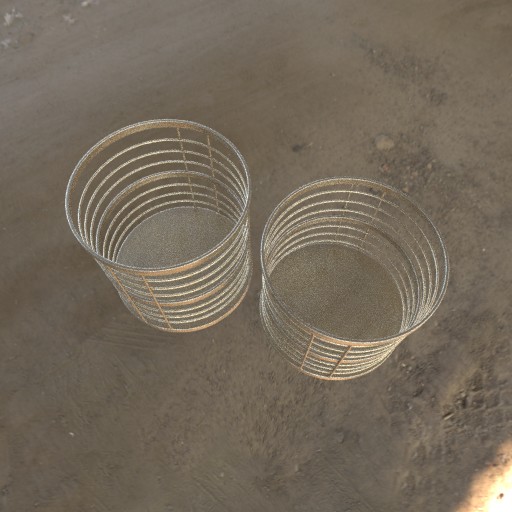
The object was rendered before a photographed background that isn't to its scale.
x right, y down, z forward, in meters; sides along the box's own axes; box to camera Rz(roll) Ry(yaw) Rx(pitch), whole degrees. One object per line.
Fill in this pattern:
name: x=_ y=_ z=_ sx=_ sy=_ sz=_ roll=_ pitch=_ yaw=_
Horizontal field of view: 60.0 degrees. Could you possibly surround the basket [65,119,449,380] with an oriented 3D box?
basket: x=0.000 y=0.000 z=0.983 sx=0.746 sy=0.351 sz=0.356 roll=15 pitch=64 yaw=8
